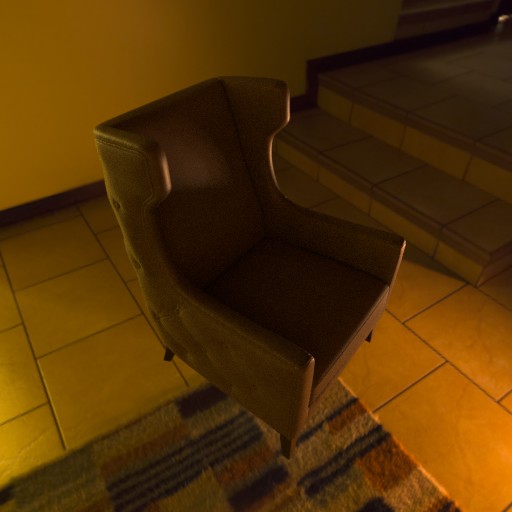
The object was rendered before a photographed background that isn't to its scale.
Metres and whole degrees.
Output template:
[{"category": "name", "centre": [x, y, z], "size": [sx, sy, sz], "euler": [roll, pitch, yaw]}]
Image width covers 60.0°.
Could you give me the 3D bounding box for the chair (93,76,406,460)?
[{"category": "chair", "centre": [0.000, 0.000, 1.679], "size": [0.899, 1.079, 0.769], "euler": [26, 46, 27]}]
